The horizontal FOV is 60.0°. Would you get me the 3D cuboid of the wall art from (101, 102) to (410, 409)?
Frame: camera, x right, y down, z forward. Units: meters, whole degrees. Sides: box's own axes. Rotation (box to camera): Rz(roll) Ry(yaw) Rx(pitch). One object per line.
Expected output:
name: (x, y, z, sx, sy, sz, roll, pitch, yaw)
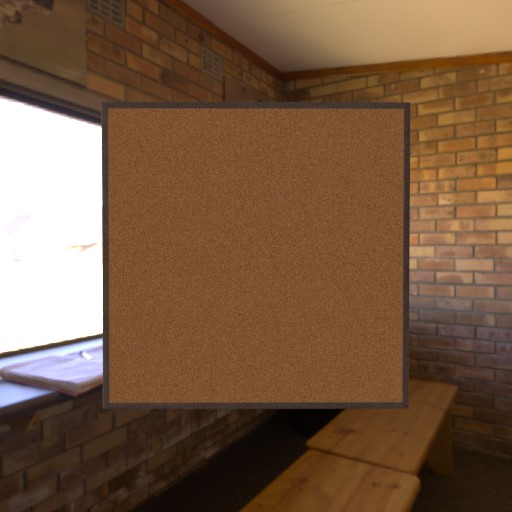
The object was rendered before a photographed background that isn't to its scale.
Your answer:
wall art: (0.000, 0.000, 0.455, 0.303, 0.302, 0.038, 0, 1, 0)
